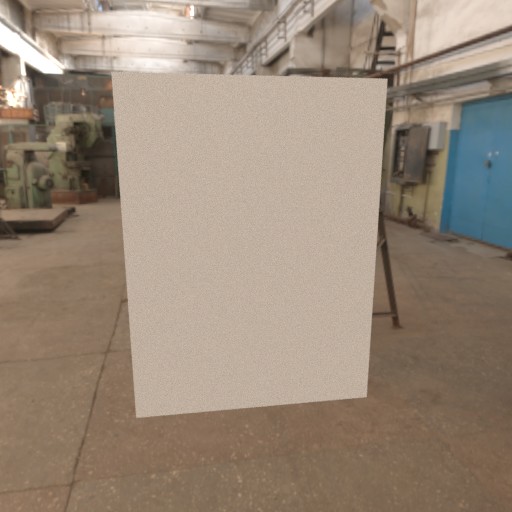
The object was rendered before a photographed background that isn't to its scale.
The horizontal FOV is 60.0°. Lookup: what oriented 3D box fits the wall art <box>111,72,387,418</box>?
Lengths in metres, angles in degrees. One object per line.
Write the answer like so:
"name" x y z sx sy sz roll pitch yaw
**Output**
"wall art" 0.000 0.000 0.799 0.457 0.610 0.003 -2 14 -9
